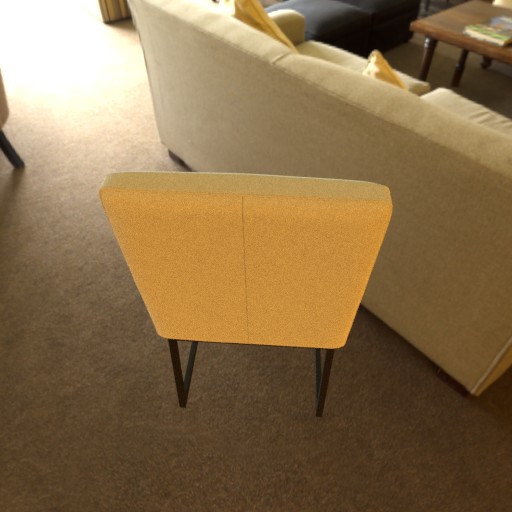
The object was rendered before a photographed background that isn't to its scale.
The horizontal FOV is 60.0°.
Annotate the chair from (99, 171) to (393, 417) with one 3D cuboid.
[{"bbox_3d":[0.000,0.000,1.280,0.520,0.930,0.634,3,46,3],"label":"chair"}]
